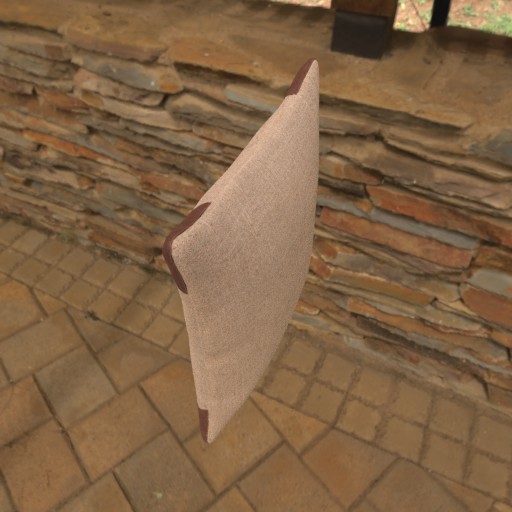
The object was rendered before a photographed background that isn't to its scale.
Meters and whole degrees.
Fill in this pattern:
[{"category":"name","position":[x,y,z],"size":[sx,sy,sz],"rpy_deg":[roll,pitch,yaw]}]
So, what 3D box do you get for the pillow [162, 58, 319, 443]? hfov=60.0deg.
[{"category":"pillow","position":[0.000,0.000,0.687],"size":[0.147,0.448,0.437],"rpy_deg":[16,49,14]}]
